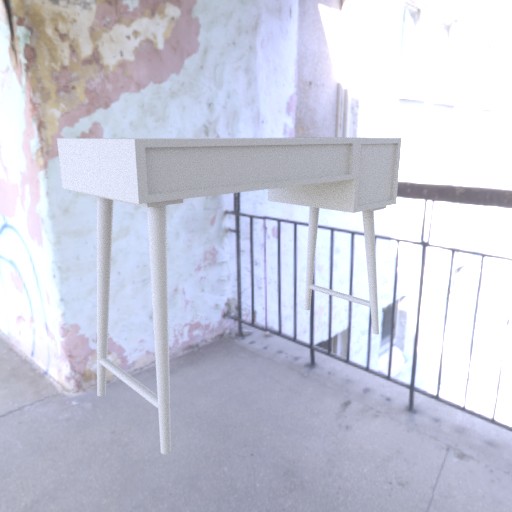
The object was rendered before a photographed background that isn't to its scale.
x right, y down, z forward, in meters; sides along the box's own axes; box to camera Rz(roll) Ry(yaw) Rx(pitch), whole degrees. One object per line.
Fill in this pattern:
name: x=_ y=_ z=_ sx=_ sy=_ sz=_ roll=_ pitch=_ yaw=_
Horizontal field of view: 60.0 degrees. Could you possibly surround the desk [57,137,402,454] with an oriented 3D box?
desk: x=0.000 y=0.000 z=1.479 sx=1.069 sy=0.761 sz=0.409 roll=-14 pitch=21 yaw=-42
